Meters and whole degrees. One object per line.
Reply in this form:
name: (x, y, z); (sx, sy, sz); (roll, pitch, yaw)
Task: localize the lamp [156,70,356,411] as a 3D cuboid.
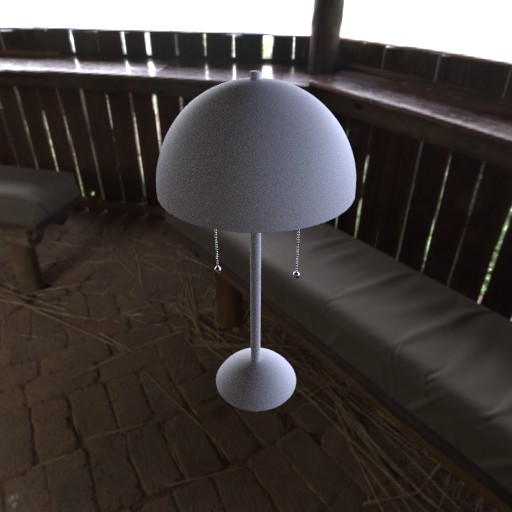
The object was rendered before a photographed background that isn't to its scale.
lamp: (0.000, 0.000, 0.425); (0.171, 0.330, 0.171); (0, 31, 0)
